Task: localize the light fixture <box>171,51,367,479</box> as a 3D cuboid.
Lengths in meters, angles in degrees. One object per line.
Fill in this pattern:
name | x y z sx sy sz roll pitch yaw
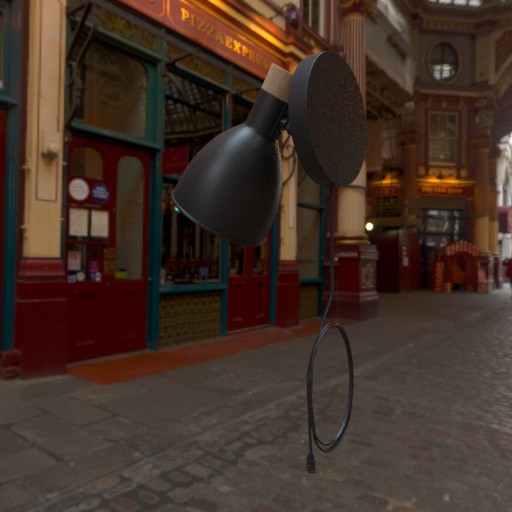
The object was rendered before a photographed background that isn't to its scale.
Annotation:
light fixture | 0.000 0.000 0.484 0.203 0.401 0.127 0 -1 37
